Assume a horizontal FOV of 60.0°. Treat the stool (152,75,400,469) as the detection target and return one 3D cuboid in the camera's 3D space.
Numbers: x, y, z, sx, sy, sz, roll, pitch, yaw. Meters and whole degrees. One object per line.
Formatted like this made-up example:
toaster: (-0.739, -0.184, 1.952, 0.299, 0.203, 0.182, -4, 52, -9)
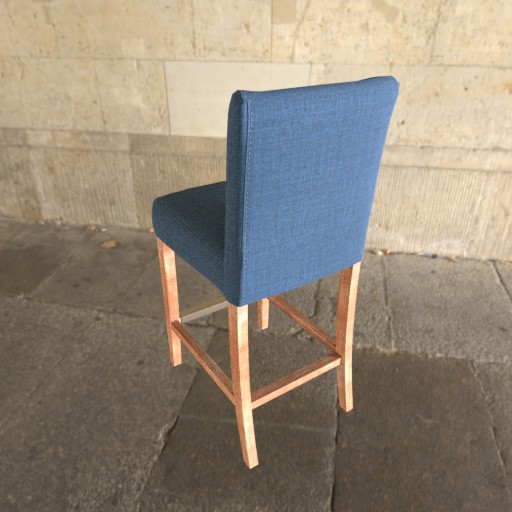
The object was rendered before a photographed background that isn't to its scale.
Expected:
stool: (0.000, 0.000, 1.336, 0.454, 1.039, 0.567, -18, 34, -29)
